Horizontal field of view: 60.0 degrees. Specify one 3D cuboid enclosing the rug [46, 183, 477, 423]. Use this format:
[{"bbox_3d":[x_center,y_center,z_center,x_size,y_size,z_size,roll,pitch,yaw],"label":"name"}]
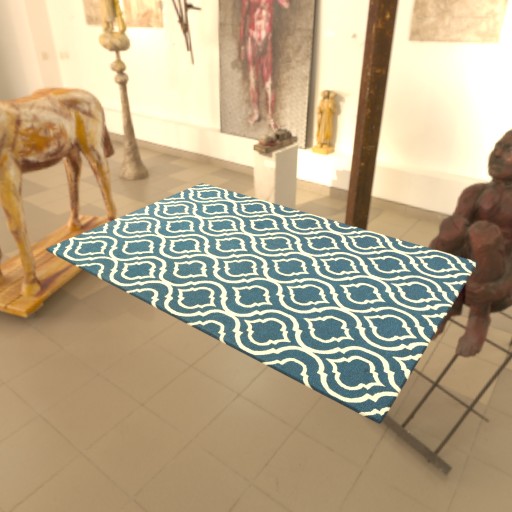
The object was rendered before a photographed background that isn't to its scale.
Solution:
[{"bbox_3d":[0.000,0.000,2.141,1.753,0.010,1.143,20,36,31],"label":"rug"}]
